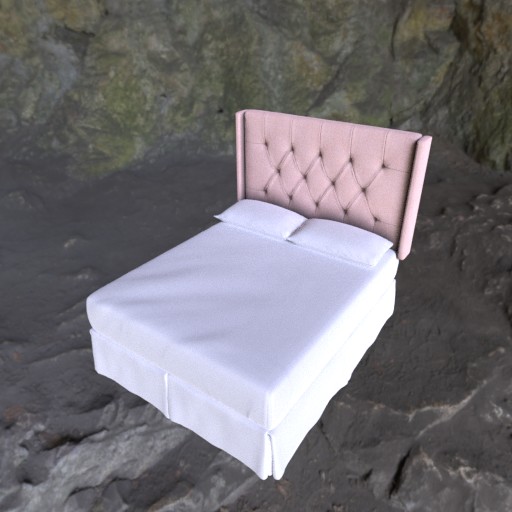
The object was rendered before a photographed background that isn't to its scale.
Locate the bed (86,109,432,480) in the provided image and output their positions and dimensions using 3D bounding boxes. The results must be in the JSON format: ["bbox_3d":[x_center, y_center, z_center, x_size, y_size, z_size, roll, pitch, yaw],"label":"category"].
[{"bbox_3d":[0.000,0.000,3.349,1.719,1.665,2.066,19,35,30],"label":"bed"}]
